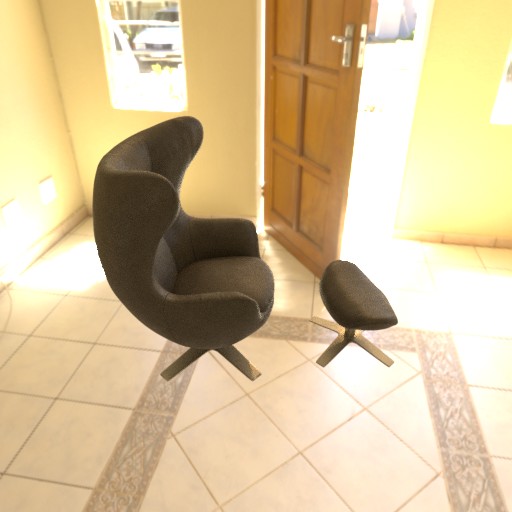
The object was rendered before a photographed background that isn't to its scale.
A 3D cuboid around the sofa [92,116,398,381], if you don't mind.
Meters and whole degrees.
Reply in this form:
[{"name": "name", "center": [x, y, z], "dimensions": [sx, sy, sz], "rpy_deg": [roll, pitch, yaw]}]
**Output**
[{"name": "sofa", "center": [0.000, 0.000, 2.144], "dimensions": [1.444, 1.135, 0.894], "rpy_deg": [0, 31, 0]}]
